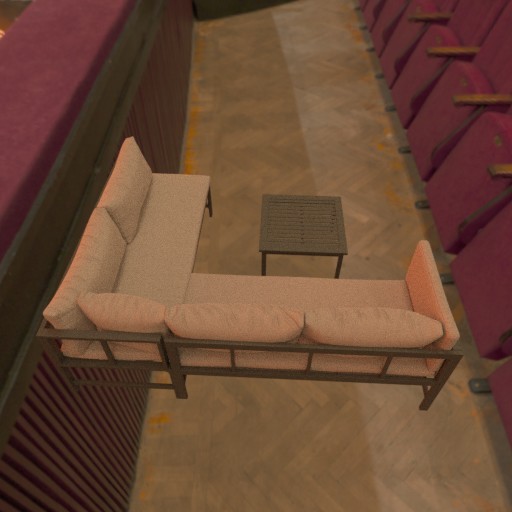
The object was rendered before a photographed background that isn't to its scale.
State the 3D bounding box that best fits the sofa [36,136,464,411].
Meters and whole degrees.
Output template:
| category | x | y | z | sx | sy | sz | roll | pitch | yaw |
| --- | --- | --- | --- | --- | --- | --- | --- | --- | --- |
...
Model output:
| category | x | y | z | sx | sy | sz | roll | pitch | yaw |
| --- | --- | --- | --- | --- | --- | --- | --- | --- | --- |
| sofa | 0.000 | 0.000 | 2.902 | 2.096 | 0.758 | 1.658 | 2 | 47 | 2 |
